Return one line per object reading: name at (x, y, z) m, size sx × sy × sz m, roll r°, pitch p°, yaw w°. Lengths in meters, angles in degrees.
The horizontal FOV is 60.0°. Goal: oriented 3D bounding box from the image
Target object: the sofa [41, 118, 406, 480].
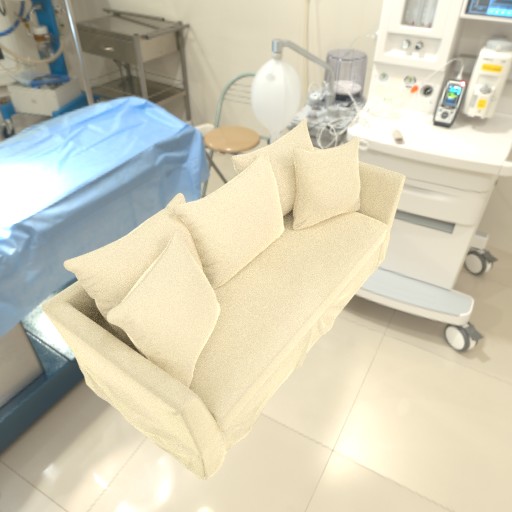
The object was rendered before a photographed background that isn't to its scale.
sofa at (0.000, 0.000, 2.805) m, size 1.031 × 1.034 × 2.290 m, roll 25°, pitch 46°, yaw 27°
